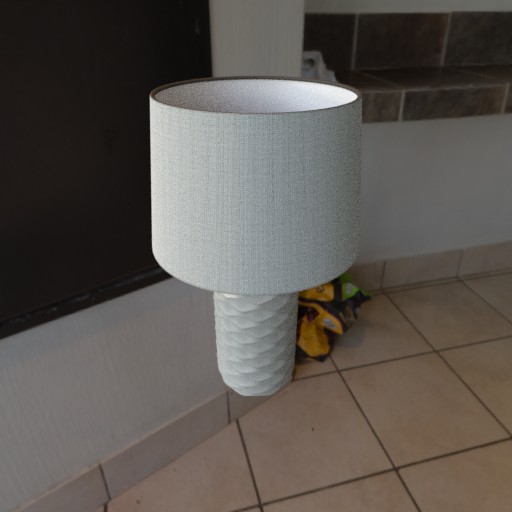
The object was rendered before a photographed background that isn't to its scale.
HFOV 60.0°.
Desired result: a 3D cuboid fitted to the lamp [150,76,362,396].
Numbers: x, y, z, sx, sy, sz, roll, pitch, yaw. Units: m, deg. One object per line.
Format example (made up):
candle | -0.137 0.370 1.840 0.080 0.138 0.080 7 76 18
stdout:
lamp | 0.000 0.000 0.839 0.376 0.594 0.376 0 30 0
